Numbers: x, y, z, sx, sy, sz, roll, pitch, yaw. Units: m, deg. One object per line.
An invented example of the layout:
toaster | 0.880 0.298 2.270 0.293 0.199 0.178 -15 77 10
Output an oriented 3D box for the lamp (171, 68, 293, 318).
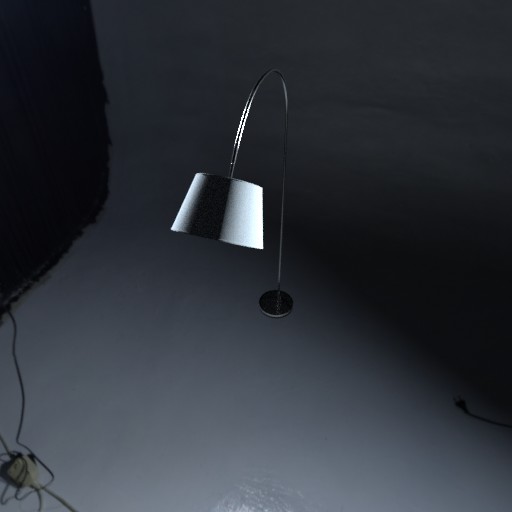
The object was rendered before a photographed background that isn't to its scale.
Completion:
lamp | 0.000 0.000 2.713 0.406 2.098 1.445 11 43 13
